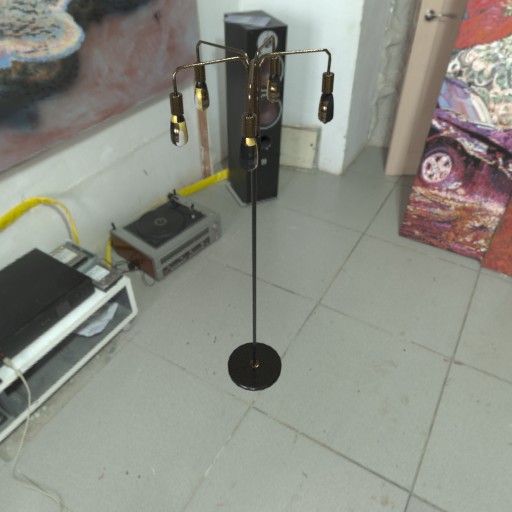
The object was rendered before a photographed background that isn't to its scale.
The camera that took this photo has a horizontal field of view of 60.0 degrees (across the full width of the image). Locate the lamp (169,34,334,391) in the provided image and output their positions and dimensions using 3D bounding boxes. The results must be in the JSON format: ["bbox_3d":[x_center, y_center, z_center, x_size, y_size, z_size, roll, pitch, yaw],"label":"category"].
[{"bbox_3d":[0.000,0.000,1.993,0.572,1.721,0.599,1,41,1],"label":"lamp"}]
